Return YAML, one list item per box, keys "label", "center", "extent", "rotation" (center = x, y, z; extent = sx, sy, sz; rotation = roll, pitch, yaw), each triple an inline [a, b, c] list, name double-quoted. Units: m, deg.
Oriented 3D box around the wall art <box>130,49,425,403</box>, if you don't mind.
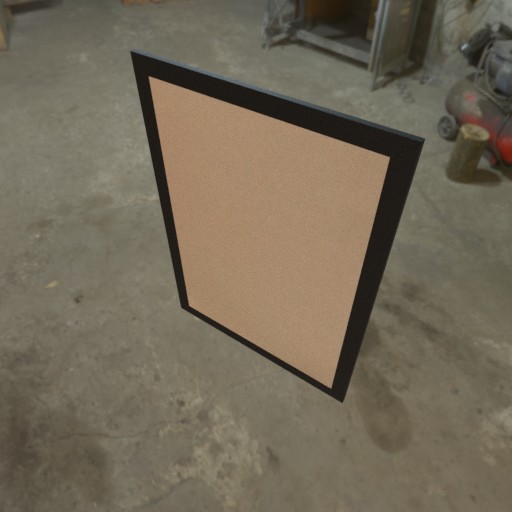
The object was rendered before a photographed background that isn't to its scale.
- label: "wall art"
  center: [0.000, 0.000, 0.677]
  extent: [0.379, 0.530, 0.008]
  rotation: [26, 51, 23]
